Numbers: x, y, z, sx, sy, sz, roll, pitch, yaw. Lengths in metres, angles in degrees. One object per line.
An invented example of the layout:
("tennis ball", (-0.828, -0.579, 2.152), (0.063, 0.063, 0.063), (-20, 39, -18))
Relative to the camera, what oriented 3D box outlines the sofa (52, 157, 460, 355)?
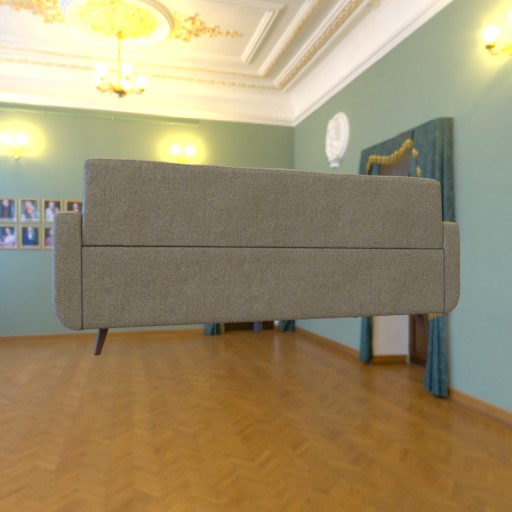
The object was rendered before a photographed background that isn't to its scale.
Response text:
("sofa", (0.000, 0.000, 2.576), (2.055, 0.873, 0.968), (0, 0, -17))
